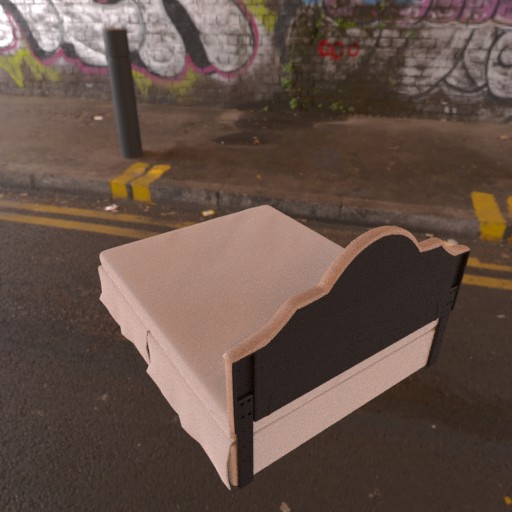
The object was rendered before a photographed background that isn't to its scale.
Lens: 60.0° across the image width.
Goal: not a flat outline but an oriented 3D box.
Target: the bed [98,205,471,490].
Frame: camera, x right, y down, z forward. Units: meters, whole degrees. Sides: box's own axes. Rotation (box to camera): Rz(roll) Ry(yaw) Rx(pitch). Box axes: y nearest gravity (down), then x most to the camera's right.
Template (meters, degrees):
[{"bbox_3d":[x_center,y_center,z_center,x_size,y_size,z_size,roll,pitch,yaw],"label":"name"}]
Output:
[{"bbox_3d":[0.000,0.000,2.915,1.667,1.194,1.970,-19,36,-29],"label":"bed"}]
